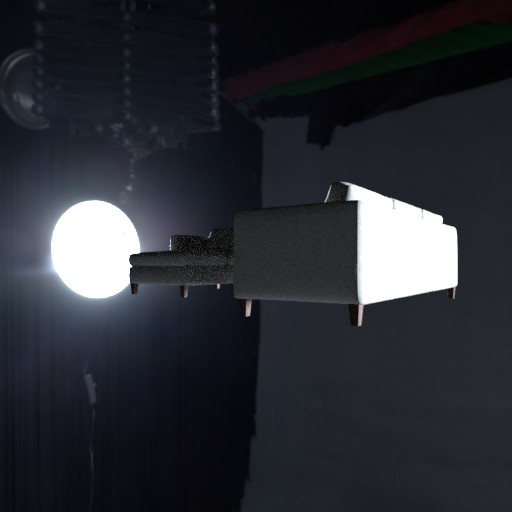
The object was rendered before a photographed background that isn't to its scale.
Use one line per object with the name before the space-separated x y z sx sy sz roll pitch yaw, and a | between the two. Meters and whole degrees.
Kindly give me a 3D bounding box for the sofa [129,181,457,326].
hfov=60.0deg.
sofa | 0.000 0.000 4.389 3.238 0.853 2.551 -1 -1 36
